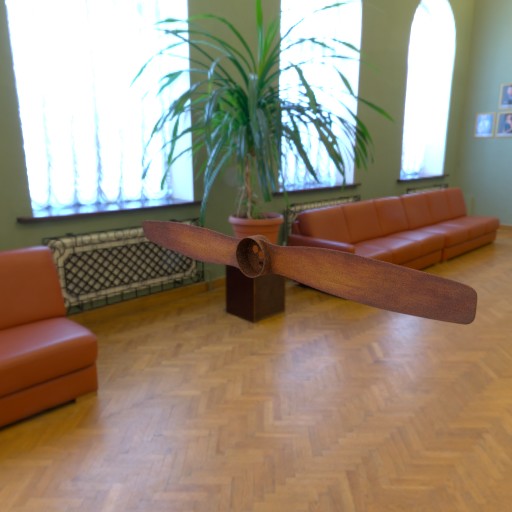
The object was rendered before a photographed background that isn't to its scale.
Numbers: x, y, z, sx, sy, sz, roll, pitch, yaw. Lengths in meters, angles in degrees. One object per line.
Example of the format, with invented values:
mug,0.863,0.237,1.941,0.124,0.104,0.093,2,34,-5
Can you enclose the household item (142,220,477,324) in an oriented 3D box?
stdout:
household item,0.000,0.000,1.245,1.181,0.121,0.051,13,19,43
